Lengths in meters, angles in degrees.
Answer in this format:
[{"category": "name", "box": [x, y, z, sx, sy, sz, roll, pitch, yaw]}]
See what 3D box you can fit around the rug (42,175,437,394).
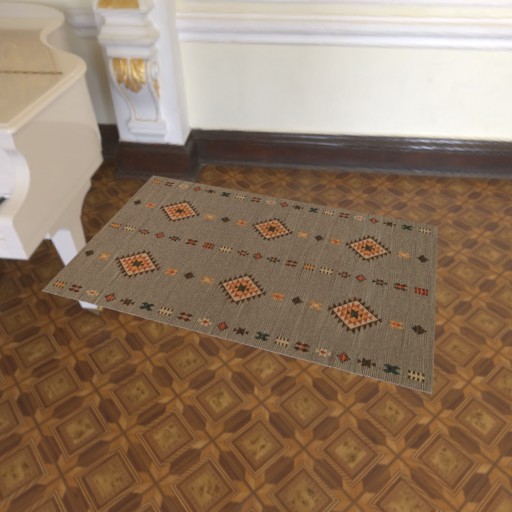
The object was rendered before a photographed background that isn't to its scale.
[{"category": "rug", "box": [0.000, 0.000, 3.133, 2.427, 0.007, 1.515, 12, 42, 14]}]
